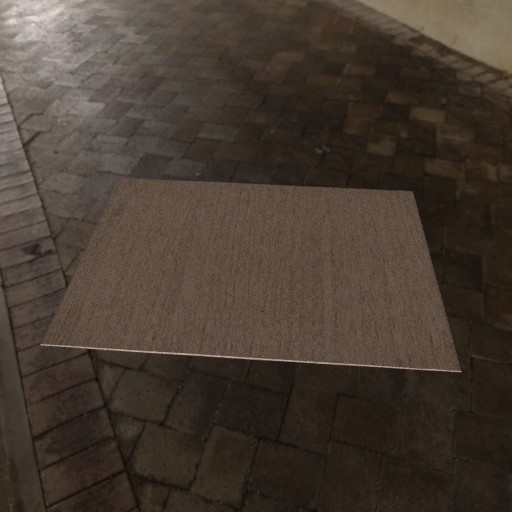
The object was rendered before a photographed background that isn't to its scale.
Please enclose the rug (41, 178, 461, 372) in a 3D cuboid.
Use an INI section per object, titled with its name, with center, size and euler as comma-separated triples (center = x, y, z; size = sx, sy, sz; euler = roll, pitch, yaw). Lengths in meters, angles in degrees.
[rug]
center = 0.000, 0.000, 2.352
size = 1.840, 0.013, 1.225
euler = 3, 47, 3
